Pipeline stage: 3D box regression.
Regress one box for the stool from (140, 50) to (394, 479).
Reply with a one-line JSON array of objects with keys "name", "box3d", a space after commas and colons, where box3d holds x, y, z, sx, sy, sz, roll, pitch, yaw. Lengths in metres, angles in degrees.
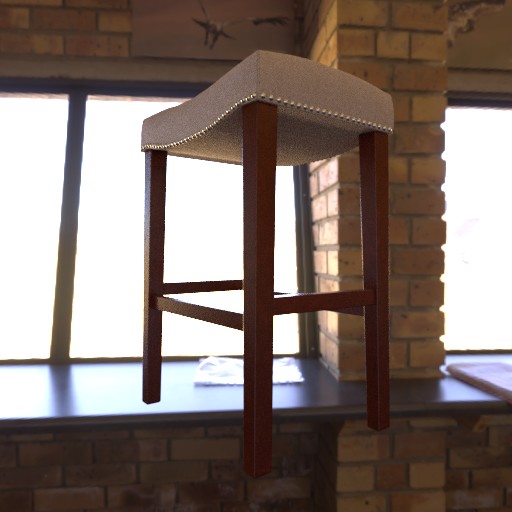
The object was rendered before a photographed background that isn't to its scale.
[{"name": "stool", "box3d": [0.000, 0.000, 1.035, 0.372, 0.742, 0.504, 0, 1, -37]}]
